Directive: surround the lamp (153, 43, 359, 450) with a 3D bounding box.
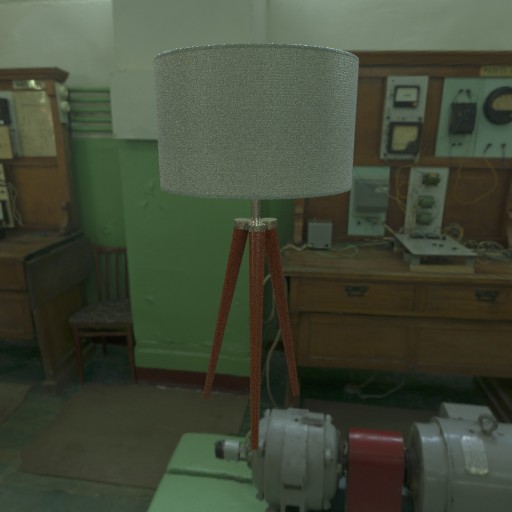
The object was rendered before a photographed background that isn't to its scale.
[{"bbox_3d":[0.000,0.000,0.878,0.355,0.709,0.354,2,16,6],"label":"lamp"}]
